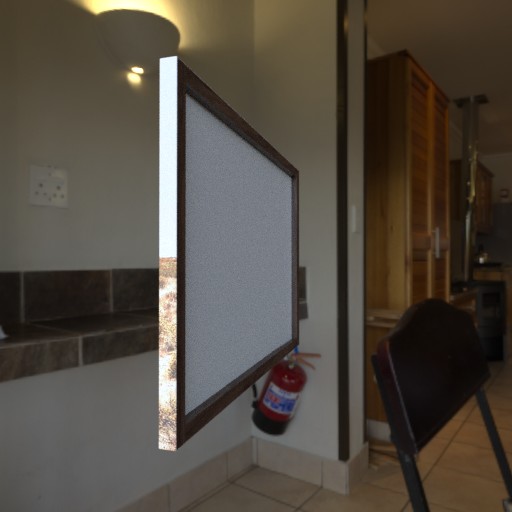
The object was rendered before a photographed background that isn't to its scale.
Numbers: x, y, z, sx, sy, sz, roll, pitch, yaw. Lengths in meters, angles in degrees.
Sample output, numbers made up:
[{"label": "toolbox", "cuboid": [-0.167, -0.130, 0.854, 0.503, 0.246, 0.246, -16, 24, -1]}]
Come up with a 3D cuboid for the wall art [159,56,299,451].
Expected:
[{"label": "wall art", "cuboid": [0.000, 0.000, 1.871, 0.051, 1.016, 1.520, 0, -1, 17]}]
